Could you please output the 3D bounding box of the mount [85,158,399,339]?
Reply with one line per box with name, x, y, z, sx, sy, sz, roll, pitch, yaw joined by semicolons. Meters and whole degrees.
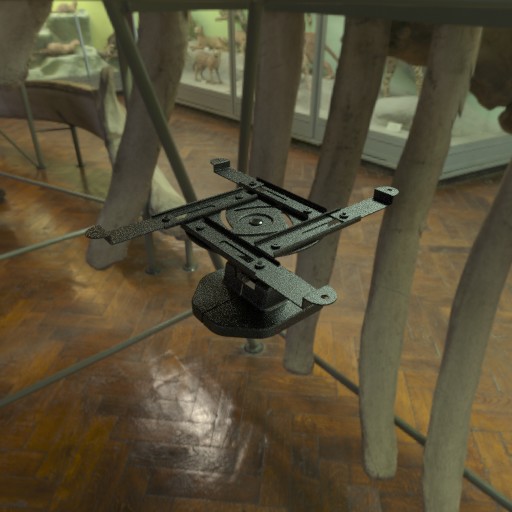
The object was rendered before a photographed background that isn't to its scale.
mount;0.000;0.000;0.608;0.394;0.141;0.394;-23;38;-32
